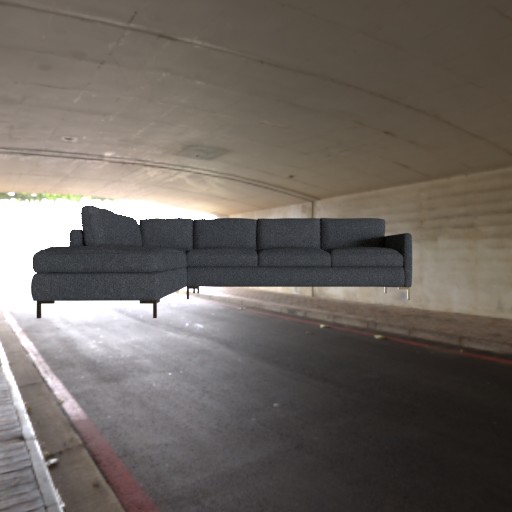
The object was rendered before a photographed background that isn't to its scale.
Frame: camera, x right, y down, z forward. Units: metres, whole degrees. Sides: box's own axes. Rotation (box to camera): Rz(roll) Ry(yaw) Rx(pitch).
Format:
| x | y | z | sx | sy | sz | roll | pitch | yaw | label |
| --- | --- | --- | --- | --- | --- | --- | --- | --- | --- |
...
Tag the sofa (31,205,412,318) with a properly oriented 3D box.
| x | y | z | sx | sy | sz | roll | pitch | yaw | label |
| --- | --- | --- | --- | --- | --- | --- | --- | --- | --- |
| 0.000 | 0.000 | 3.858 | 2.949 | 0.815 | 2.007 | 0 | 0 | -1 | sofa |
